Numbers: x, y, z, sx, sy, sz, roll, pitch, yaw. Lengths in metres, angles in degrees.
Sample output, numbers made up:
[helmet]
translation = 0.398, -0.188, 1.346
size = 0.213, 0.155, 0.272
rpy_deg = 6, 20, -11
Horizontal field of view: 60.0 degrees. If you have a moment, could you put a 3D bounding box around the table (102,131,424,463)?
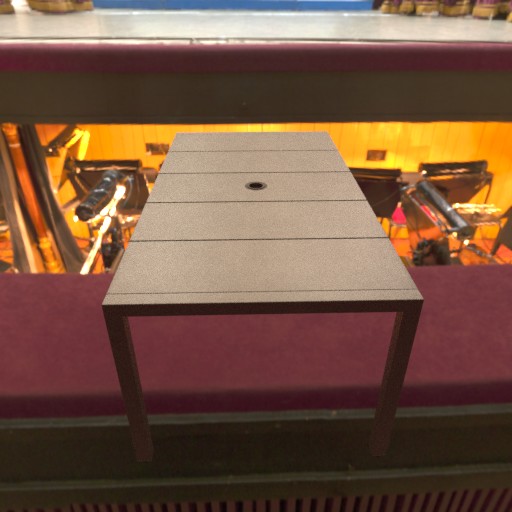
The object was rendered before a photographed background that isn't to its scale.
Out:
[table]
translation = 0.000, 0.000, 2.155
size = 0.914, 0.735, 1.680
rpy_deg = -1, 32, -1
